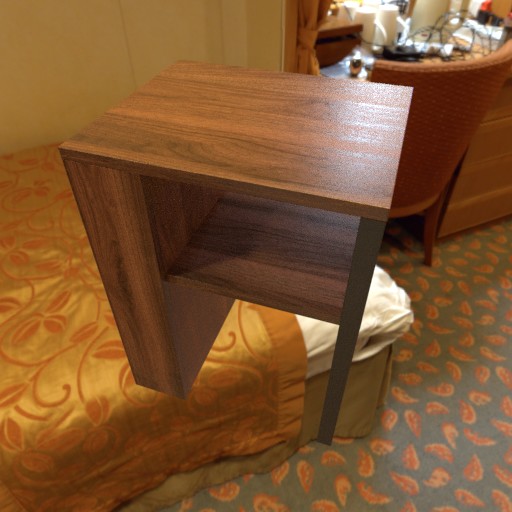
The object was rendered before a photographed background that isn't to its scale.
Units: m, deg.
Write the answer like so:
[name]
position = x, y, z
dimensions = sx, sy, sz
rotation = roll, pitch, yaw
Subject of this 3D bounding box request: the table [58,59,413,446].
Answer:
[table]
position = 0.000, 0.000, 1.554
dimensions = 0.786, 1.041, 0.660
rotation = 13, 44, 14
